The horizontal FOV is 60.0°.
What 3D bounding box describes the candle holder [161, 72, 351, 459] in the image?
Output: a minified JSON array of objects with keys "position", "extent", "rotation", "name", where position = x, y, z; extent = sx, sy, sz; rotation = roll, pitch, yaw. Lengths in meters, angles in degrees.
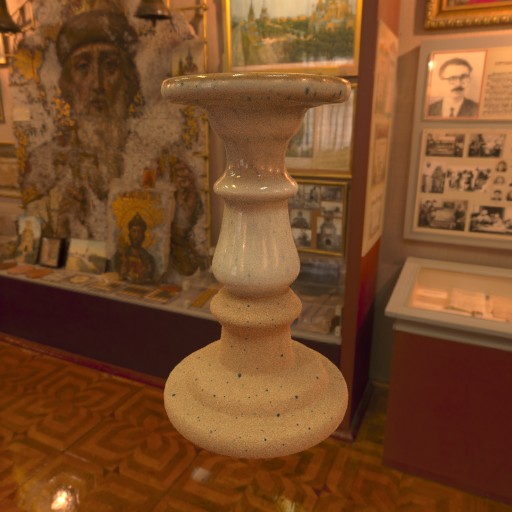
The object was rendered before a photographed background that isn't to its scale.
[{"position":[0.000,0.000,0.275],"extent":[0.123,0.202,0.123],"rotation":[0,17,0],"name":"candle holder"}]
